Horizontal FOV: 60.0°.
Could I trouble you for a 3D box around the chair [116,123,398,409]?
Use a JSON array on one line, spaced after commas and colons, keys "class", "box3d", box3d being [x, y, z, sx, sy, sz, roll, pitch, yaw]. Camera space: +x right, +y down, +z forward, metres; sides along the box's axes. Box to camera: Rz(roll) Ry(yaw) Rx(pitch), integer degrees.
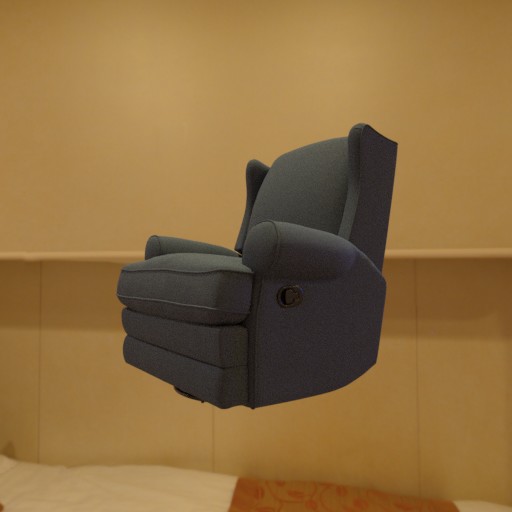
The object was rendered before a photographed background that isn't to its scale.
[{"class": "chair", "box3d": [0.000, 0.000, 1.788, 0.877, 1.020, 0.971, 1, -2, -36]}]
